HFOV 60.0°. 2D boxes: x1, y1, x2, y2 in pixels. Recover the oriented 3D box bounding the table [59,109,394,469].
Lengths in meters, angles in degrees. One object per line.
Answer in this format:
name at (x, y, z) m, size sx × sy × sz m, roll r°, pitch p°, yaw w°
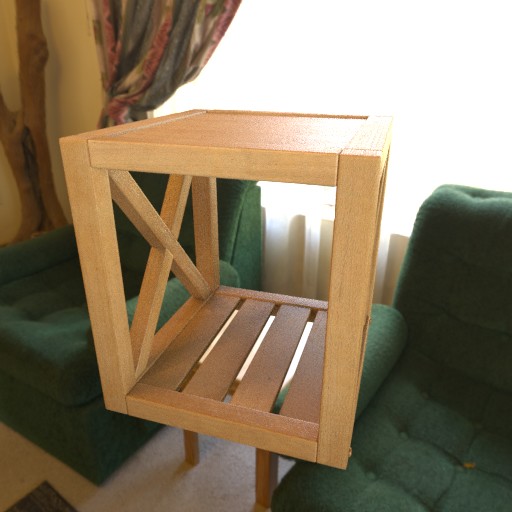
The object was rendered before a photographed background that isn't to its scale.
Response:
table at (0.000, 0.000, 1.061) m, size 0.558 × 0.610 × 0.559 m, roll 7°, pitch 25°, yaw 16°
